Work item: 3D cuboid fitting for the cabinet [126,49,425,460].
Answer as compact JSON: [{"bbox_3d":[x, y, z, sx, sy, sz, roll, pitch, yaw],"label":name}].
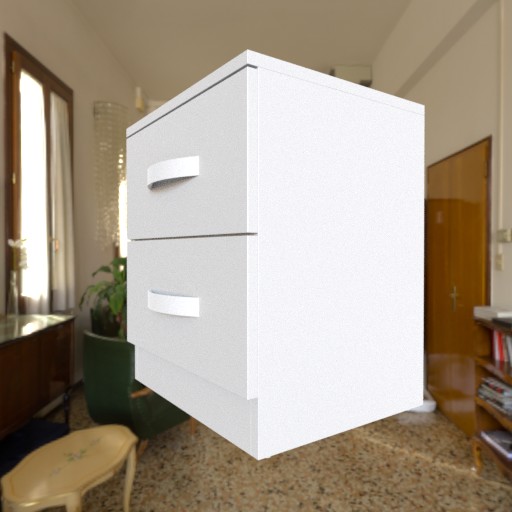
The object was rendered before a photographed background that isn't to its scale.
[{"bbox_3d":[0.000,0.000,0.752,0.360,0.470,0.400,-1,1,-35],"label":"cabinet"}]
